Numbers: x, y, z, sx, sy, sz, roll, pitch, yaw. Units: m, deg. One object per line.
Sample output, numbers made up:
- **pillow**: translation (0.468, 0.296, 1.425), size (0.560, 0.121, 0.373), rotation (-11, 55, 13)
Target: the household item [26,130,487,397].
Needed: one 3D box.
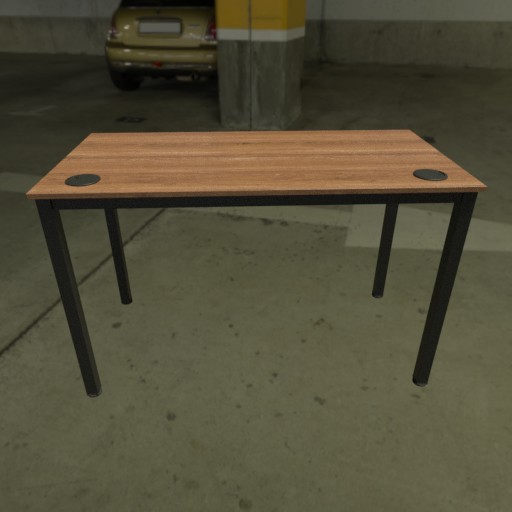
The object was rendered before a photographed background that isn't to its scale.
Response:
- **household item**: translation (0.000, 0.000, 1.595), size (1.200, 0.750, 0.600), rotation (-1, 30, -2)
